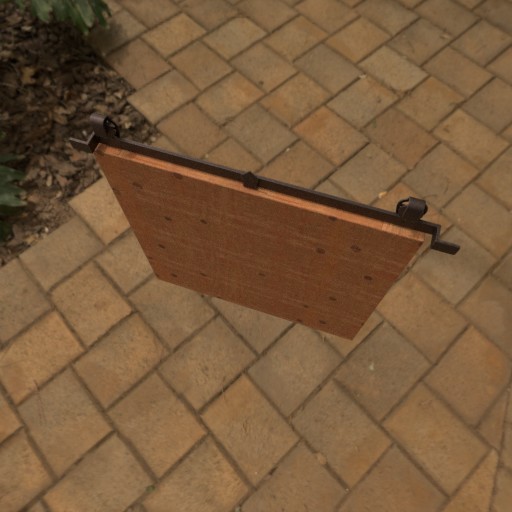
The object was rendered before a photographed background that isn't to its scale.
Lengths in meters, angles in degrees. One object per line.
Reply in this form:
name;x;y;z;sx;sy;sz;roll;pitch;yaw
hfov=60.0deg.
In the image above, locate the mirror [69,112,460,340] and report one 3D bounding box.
mirror;0.000;0.000;1.184;0.805;0.800;0.054;17;65;8
